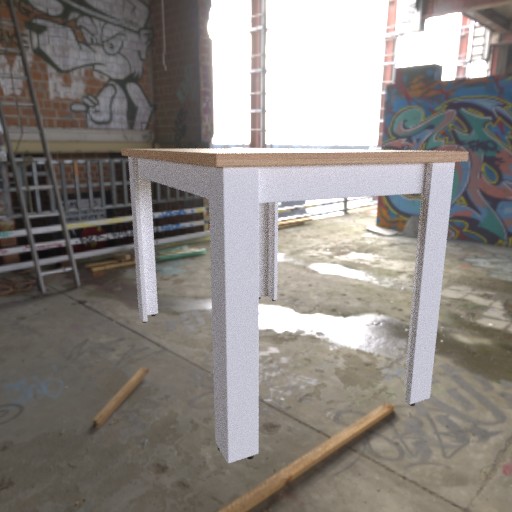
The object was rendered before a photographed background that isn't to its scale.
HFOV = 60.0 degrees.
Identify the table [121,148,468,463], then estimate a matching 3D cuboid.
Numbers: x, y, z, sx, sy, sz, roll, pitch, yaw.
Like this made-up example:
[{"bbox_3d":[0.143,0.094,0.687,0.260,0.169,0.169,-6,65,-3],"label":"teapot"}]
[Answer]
[{"bbox_3d":[0.000,0.000,1.575,0.700,0.734,1.100,-7,16,-25],"label":"table"}]
